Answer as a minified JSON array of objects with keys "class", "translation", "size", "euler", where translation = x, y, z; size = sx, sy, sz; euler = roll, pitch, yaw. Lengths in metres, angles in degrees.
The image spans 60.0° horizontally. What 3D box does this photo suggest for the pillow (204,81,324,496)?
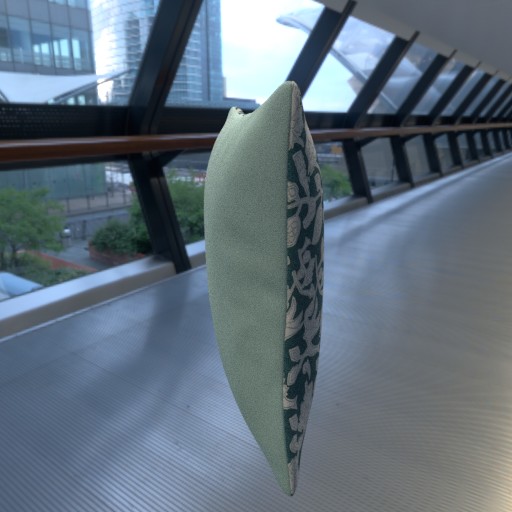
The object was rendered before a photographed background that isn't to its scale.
[{"class":"pillow","translation":[0.000,0.000,0.754],"size":[0.166,0.508,0.525],"euler":[-2,16,-9]}]
